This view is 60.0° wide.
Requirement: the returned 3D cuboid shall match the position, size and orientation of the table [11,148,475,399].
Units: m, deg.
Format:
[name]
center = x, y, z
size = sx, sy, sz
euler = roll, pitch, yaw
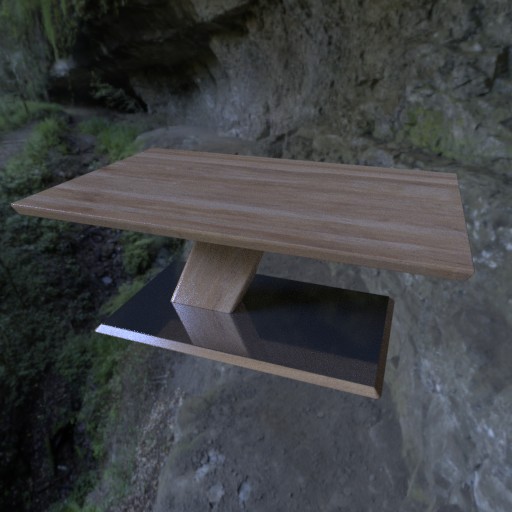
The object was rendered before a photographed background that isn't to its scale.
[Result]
[table]
center = 0.000, 0.000, 1.369
size = 1.100, 0.441, 0.692
euler = 9, 28, 17
